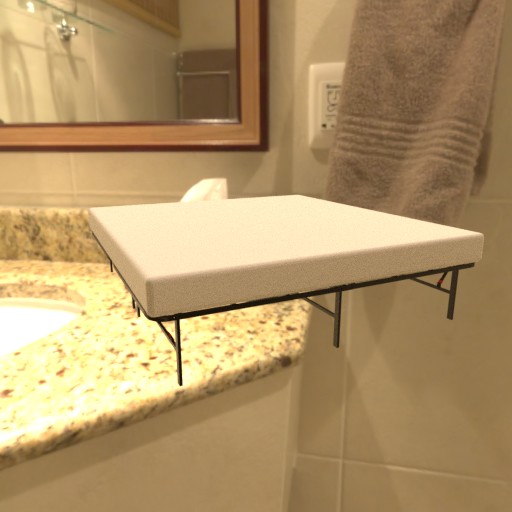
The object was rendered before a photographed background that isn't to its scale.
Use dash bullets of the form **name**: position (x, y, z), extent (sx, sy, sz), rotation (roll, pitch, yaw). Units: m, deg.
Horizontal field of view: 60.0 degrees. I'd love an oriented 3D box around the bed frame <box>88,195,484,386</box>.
- **bed frame**: position (0.000, 0.000, 3.059), extent (1.935, 0.525, 2.033), rotation (-7, 16, -25)
